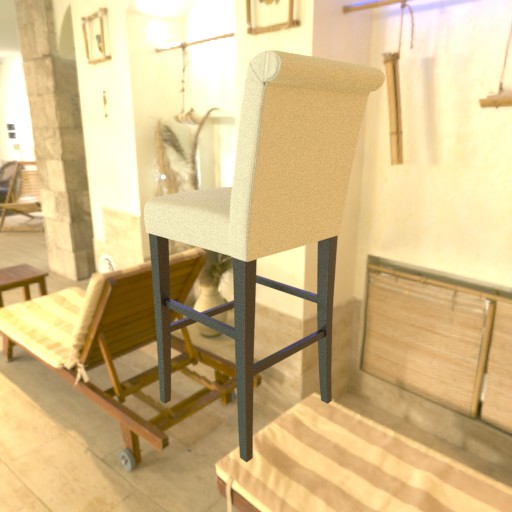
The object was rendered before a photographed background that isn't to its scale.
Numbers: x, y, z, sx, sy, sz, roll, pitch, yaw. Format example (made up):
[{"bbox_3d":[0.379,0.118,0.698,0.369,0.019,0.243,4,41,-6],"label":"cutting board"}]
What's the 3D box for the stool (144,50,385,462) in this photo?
[{"bbox_3d":[0.000,0.000,1.434,0.597,1.124,0.452,16,22,42],"label":"stool"}]
